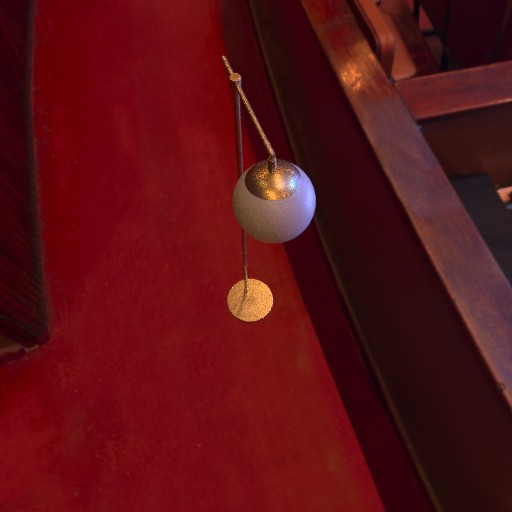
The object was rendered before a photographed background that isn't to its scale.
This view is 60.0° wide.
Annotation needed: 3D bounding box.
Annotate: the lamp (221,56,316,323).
[{"bbox_3d":[0.000,0.000,1.730,0.249,1.505,0.476,-19,66,-9],"label":"lamp"}]
